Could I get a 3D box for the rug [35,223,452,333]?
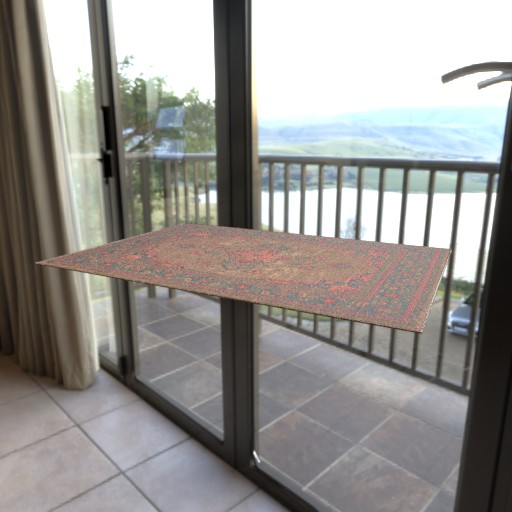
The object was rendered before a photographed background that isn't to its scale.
[{"bbox_3d":[0.000,0.000,3.712,2.890,0.013,2.005,7,16,26],"label":"rug"}]
